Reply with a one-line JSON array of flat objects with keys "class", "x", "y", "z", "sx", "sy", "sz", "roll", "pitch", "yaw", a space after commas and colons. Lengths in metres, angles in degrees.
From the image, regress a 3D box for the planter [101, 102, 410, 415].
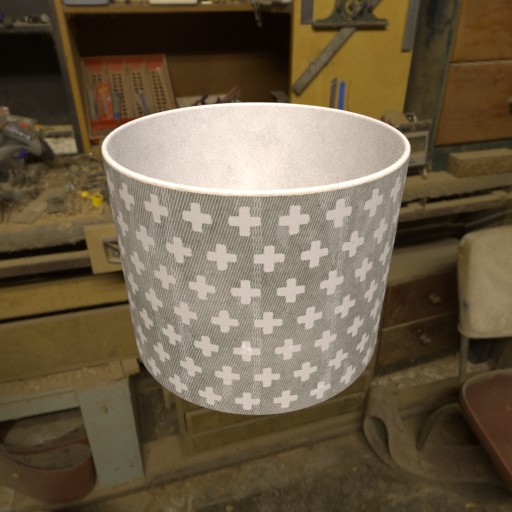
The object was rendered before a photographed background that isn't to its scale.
[{"class": "planter", "x": 0.000, "y": 0.000, "z": 0.330, "sx": 0.190, "sy": 0.181, "sz": 0.190, "roll": 0, "pitch": 31, "yaw": 0}]
